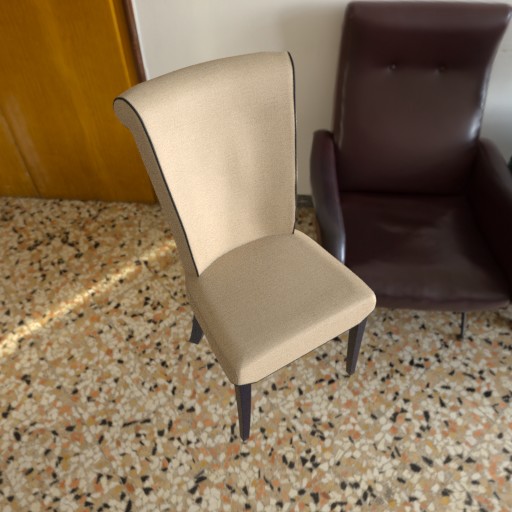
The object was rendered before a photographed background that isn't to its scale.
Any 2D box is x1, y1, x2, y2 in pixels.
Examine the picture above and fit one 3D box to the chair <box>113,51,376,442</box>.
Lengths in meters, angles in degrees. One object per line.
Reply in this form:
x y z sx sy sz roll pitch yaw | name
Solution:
0.000 0.000 1.386 0.522 0.997 0.623 -24 52 -21 | chair
